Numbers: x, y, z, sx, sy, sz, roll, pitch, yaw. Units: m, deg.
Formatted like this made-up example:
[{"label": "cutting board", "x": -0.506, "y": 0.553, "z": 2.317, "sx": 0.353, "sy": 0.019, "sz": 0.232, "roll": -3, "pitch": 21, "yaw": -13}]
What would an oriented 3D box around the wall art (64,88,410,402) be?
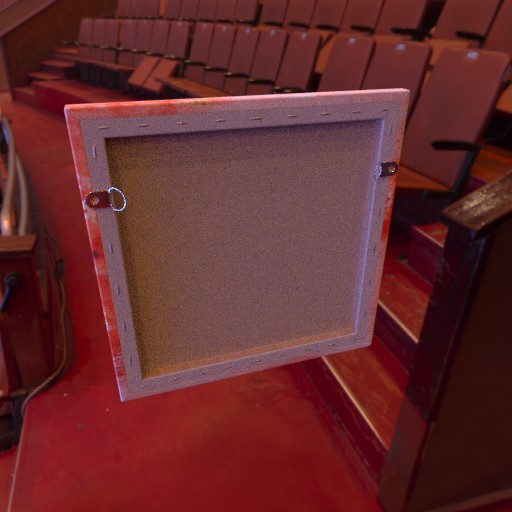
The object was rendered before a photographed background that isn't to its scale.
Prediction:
[{"label": "wall art", "x": 0.000, "y": 0.000, "z": 1.096, "sx": 0.747, "sy": 0.746, "sz": 0.064, "roll": -9, "pitch": 29, "yaw": -16}]
